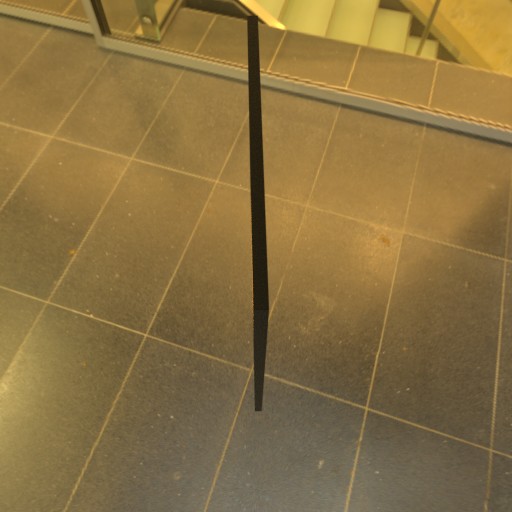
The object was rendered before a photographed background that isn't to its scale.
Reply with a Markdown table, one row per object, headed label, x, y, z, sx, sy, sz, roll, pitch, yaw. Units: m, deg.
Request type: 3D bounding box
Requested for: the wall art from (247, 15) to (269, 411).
| label | x | y | z | sx | sy | sz | roll | pitch | yaw |
| --- | --- | --- | --- | --- | --- | --- | --- | --- | --- |
| wall art | 0.000 | 0.000 | 0.590 | 0.011 | 0.459 | 0.326 | -1 | 62 | -1 |
